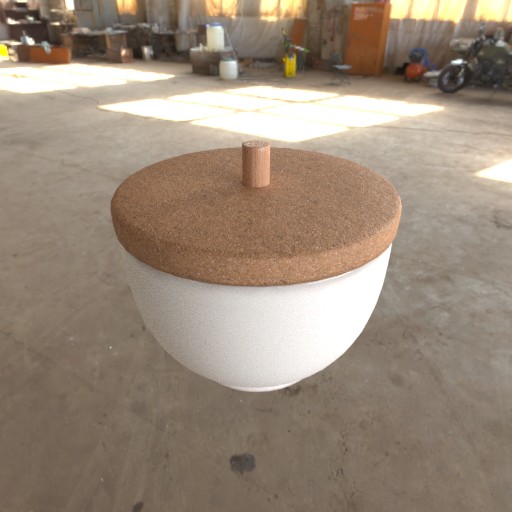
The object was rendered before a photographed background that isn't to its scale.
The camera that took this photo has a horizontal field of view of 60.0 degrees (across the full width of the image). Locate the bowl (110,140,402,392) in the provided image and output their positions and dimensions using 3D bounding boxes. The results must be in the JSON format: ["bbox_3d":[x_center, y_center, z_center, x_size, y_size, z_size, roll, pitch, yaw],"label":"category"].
[{"bbox_3d":[0.000,0.000,0.216,0.126,0.110,0.126,0,30,0],"label":"bowl"}]
